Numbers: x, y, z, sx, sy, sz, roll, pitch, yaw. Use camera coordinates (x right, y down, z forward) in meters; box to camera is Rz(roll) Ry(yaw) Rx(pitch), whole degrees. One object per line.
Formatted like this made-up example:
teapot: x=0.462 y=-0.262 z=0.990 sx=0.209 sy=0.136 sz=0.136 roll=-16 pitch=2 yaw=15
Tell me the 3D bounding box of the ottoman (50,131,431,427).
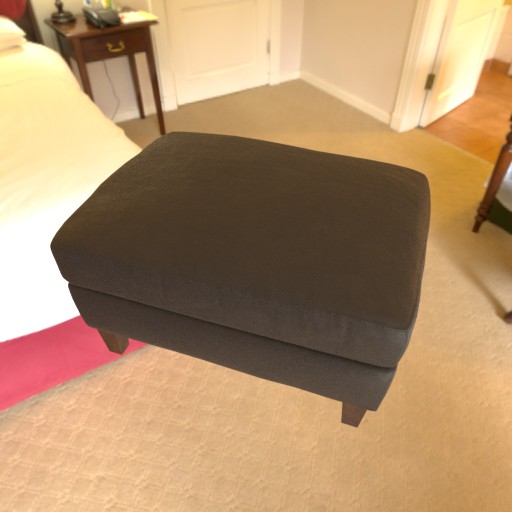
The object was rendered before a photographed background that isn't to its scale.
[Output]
ottoman: x=0.000 y=0.000 z=1.296 sx=0.887 sy=0.529 sz=0.659 roll=13 pitch=43 yaw=14
